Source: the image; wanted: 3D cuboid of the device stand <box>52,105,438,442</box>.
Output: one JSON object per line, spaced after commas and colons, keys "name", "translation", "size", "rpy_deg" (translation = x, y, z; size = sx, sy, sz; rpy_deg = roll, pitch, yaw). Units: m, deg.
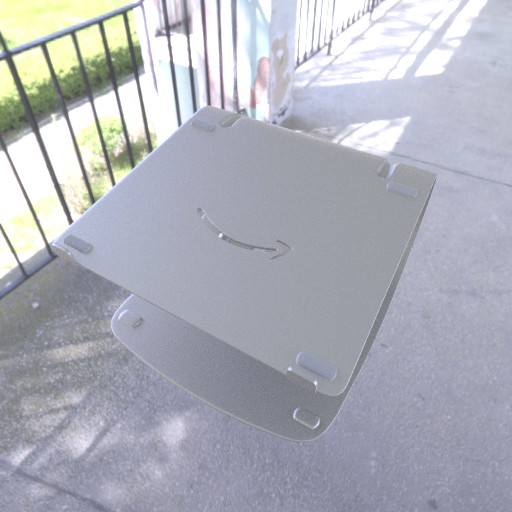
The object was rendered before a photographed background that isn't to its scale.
{"name": "device stand", "translation": [0.000, 0.000, 0.409], "size": [0.256, 0.155, 0.236], "rpy_deg": [23, 50, 22]}
